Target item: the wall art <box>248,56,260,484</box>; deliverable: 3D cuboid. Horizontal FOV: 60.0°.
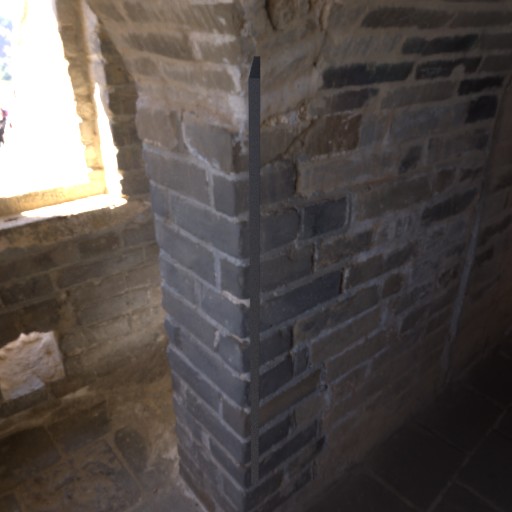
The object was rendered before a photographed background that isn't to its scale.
[{"bbox_3d":[0.000,0.000,0.829,0.013,0.660,0.460,0,27,0],"label":"wall art"}]
